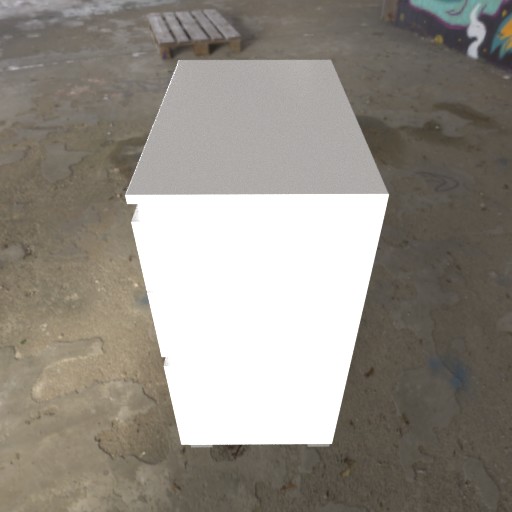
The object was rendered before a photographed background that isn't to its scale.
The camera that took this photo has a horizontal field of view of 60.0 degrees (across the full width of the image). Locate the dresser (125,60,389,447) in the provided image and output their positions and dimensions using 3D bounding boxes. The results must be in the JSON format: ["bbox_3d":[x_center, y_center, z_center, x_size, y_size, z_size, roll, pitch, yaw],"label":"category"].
[{"bbox_3d":[0.000,0.000,1.177,0.400,0.800,0.650,0,41,0],"label":"dresser"}]
